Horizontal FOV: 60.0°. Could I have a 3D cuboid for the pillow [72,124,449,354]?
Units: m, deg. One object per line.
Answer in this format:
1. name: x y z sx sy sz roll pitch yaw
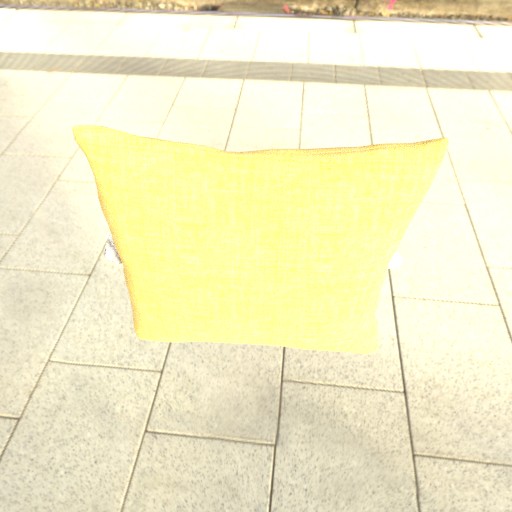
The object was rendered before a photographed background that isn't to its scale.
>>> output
1. pillow: 0.000 0.000 0.728 0.485 0.481 0.167 3 47 3
